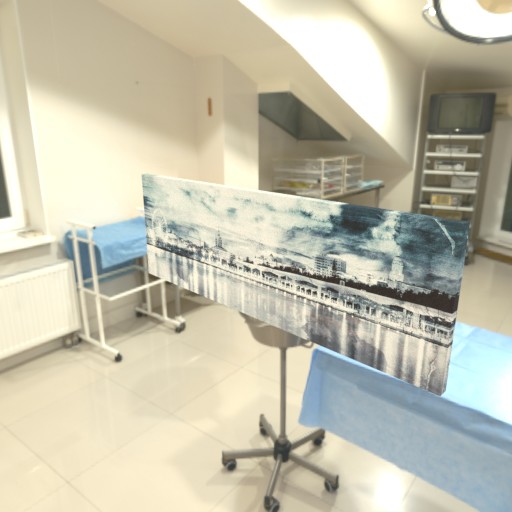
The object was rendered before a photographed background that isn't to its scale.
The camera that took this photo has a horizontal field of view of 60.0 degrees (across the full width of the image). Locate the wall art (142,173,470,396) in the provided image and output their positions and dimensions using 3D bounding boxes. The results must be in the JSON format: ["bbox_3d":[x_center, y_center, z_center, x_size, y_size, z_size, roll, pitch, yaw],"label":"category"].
[{"bbox_3d":[0.000,0.000,1.722,1.524,0.509,0.037,16,23,42],"label":"wall art"}]
